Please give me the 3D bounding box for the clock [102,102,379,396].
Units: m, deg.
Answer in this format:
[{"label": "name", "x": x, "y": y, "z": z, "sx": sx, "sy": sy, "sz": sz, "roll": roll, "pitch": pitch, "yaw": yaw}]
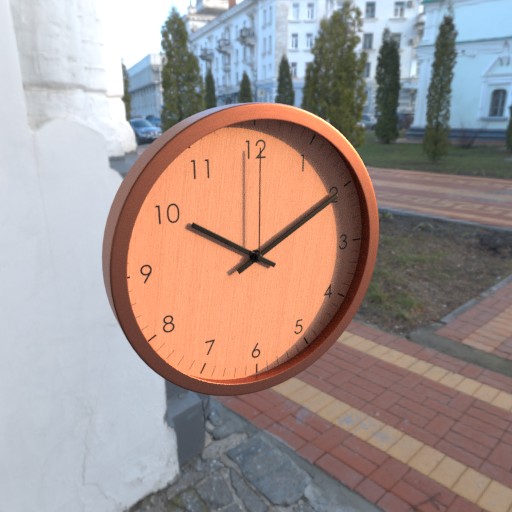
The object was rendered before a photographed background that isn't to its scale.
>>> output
[{"label": "clock", "x": 0.000, "y": 0.000, "z": 0.480, "sx": 0.313, "sy": 0.313, "sz": 0.040, "roll": -9, "pitch": 20, "yaw": -27}]
